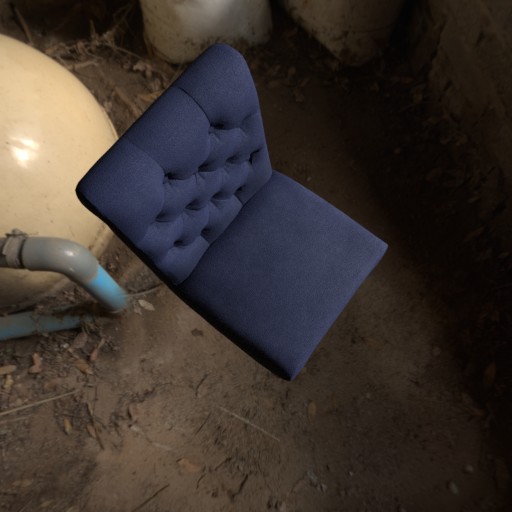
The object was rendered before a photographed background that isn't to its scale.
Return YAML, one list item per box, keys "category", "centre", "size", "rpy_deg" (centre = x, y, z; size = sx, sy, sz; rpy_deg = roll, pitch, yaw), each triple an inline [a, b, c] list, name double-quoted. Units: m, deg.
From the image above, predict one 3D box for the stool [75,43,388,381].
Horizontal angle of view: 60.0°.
- category: "stool"
  centre: [0.000, 0.000, 1.342]
  size: [0.601, 1.010, 0.493]
  rpy_deg: [37, 77, 10]
